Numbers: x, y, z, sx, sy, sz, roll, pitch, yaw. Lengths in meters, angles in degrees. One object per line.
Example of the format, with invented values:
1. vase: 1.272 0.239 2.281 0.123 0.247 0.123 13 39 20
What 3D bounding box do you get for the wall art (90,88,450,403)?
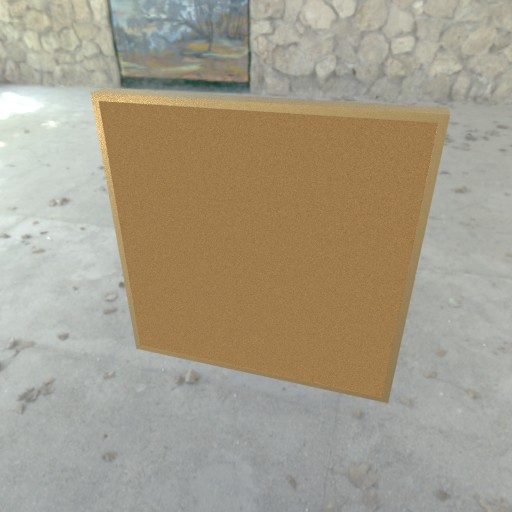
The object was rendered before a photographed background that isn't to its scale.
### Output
1. wall art: 0.000 0.000 0.750 0.509 0.509 0.040 8 31 14
